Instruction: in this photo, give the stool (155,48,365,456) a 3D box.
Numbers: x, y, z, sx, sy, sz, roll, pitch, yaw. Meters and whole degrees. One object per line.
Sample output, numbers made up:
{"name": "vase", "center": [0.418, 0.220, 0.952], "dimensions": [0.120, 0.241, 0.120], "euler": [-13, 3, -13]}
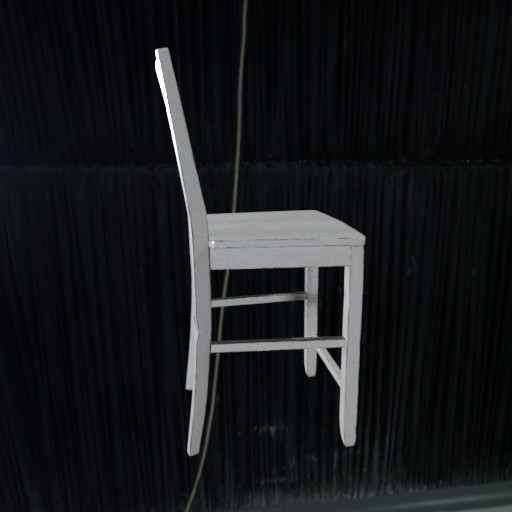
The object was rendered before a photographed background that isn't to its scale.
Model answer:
{"name": "stool", "center": [0.000, 0.000, 1.355], "dimensions": [0.539, 1.079, 0.462], "euler": [-2, 15, -9]}
